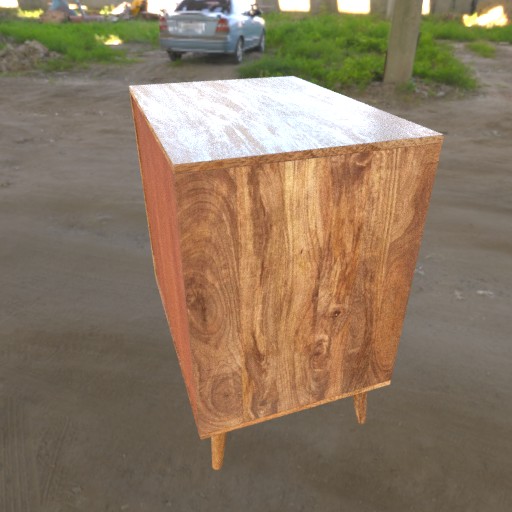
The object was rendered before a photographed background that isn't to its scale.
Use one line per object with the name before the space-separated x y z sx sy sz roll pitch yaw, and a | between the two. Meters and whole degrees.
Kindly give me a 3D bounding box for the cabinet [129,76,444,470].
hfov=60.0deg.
cabinet | 0.000 0.000 1.149 0.473 0.758 0.647 -10 32 -16
